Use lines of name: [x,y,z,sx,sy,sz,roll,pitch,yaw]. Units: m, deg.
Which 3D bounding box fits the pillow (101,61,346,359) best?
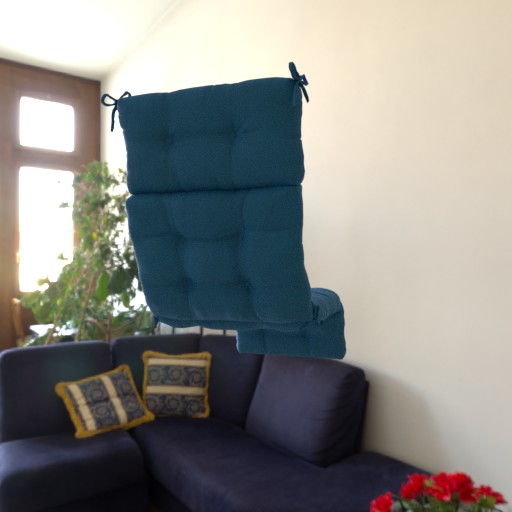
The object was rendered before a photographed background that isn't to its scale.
pillow: [0.000,0.000,1.508,0.526,0.863,1.016,0,-1,18]
